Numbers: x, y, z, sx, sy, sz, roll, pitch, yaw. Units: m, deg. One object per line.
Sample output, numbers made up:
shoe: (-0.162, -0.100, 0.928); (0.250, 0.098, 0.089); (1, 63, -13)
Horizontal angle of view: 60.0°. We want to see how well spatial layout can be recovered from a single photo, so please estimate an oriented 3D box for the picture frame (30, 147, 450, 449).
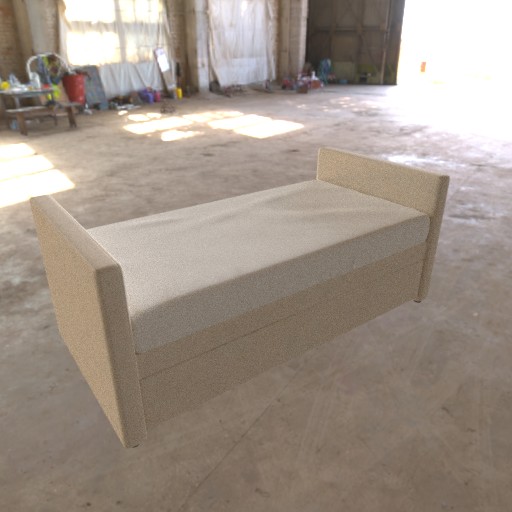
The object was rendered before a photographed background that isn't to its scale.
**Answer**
picture frame: (0.000, 0.000, 2.681); (2.161, 0.891, 1.069); (-17, 30, -32)
